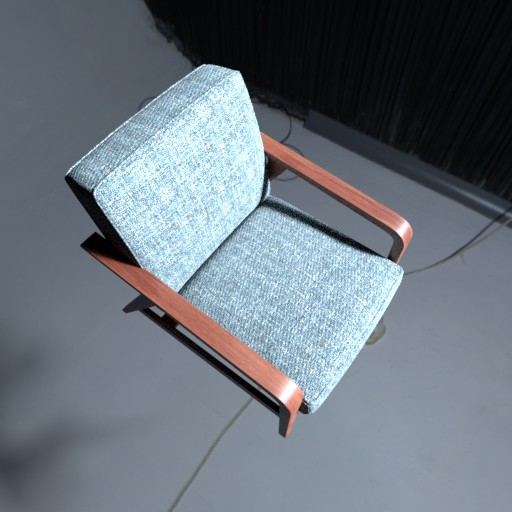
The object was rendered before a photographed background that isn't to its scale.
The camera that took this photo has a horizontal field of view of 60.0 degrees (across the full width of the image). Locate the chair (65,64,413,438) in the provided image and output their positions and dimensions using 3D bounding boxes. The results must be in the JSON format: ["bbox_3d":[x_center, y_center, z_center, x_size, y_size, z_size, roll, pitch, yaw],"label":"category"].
[{"bbox_3d":[0.000,0.000,1.490,0.889,0.864,0.719,33,64,18],"label":"chair"}]
